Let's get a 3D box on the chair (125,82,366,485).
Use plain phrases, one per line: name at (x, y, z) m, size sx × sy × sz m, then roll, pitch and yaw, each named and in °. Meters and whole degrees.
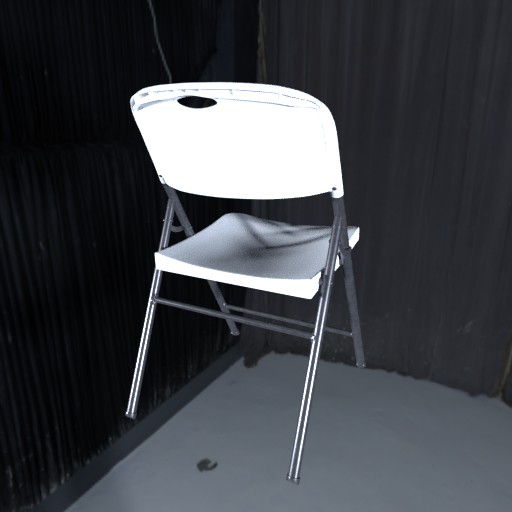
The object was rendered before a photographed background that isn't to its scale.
chair at (0.000, 0.000, 1.159) m, size 0.494 × 0.810 × 0.566 m, roll 9°, pitch 19°, yaw 27°
